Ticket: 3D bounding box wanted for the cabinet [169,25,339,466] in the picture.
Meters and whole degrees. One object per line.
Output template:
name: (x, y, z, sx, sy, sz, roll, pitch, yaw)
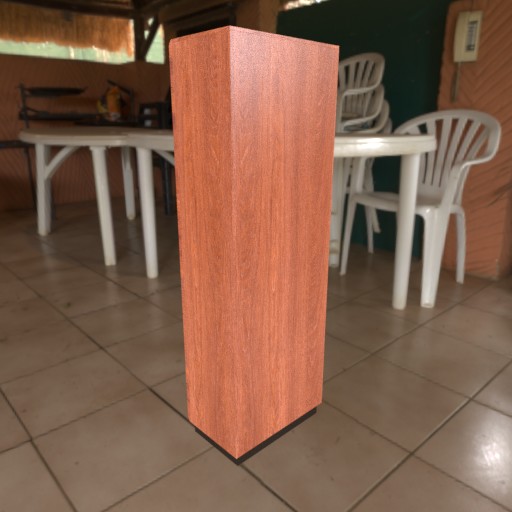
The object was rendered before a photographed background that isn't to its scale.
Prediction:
cabinet: (0.000, 0.000, 2.262, 0.660, 1.980, 0.420, -15, 23, -41)
